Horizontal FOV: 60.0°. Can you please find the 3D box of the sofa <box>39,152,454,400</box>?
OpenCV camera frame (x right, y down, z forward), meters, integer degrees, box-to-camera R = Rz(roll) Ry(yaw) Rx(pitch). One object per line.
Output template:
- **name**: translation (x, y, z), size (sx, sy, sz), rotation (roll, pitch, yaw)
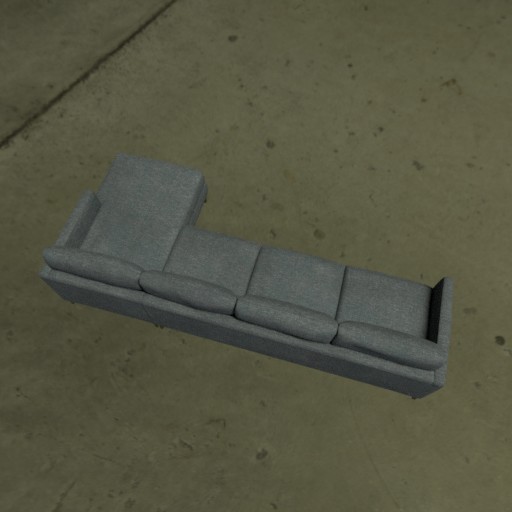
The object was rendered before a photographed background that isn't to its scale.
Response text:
- **sofa**: translation (0.000, 0.000, 3.456), size (2.932, 0.810, 1.350), rotation (14, 64, 7)
